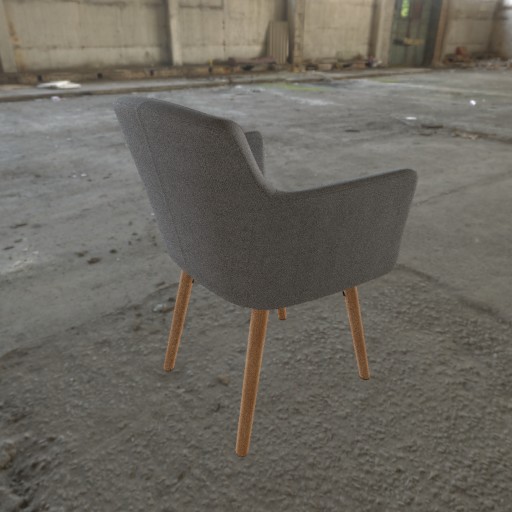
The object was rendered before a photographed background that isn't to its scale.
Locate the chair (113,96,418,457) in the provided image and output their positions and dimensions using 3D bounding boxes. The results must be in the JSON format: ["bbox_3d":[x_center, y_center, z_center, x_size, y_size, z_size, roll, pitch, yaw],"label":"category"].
[{"bbox_3d":[0.000,0.000,1.118,0.540,0.780,0.570,-18,31,-33],"label":"chair"}]
